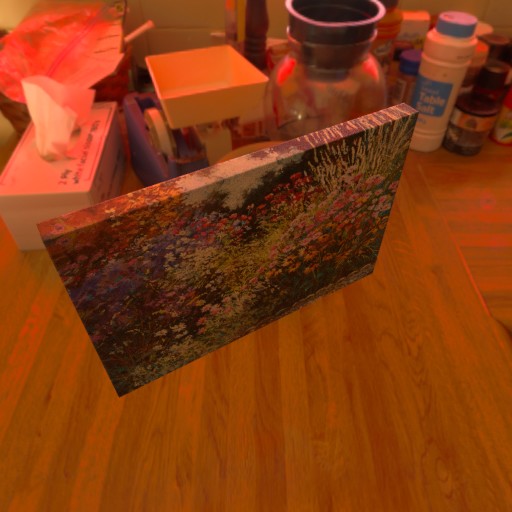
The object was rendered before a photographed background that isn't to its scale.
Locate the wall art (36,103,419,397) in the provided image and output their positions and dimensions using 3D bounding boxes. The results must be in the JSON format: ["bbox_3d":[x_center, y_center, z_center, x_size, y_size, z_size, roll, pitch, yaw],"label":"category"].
[{"bbox_3d":[0.000,0.000,0.792,0.610,0.406,0.037,-23,51,-20],"label":"wall art"}]
